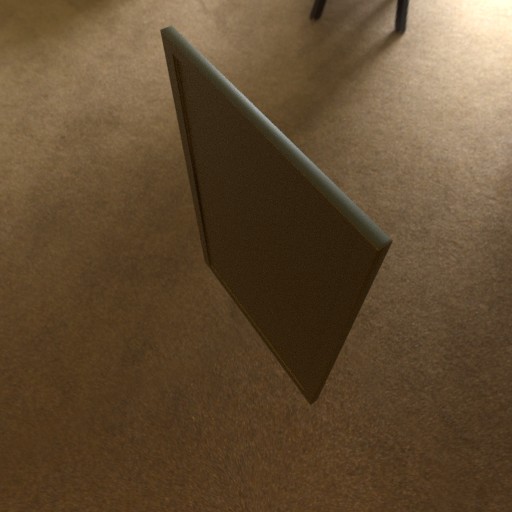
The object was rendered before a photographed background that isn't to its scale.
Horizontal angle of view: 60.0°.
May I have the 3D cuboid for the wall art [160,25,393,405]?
[{"bbox_3d":[0.000,0.000,0.543,0.013,0.431,0.303,-31,63,-17],"label":"wall art"}]
